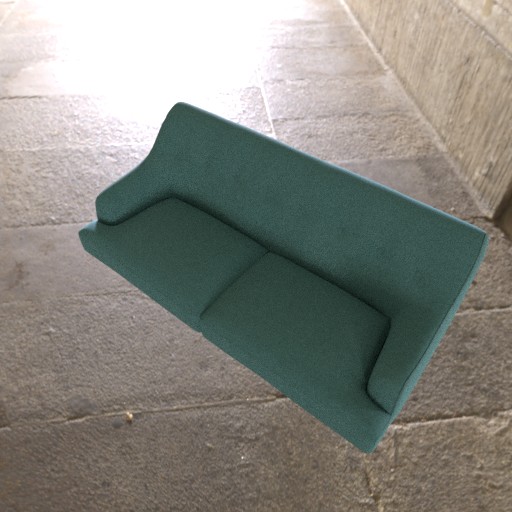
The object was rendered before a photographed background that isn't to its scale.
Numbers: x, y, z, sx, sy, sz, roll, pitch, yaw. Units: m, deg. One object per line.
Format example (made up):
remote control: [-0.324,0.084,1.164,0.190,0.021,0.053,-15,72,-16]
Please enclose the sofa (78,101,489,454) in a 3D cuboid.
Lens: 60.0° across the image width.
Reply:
sofa: [0.000,0.000,2.476,2.057,0.871,0.978,30,54,25]
